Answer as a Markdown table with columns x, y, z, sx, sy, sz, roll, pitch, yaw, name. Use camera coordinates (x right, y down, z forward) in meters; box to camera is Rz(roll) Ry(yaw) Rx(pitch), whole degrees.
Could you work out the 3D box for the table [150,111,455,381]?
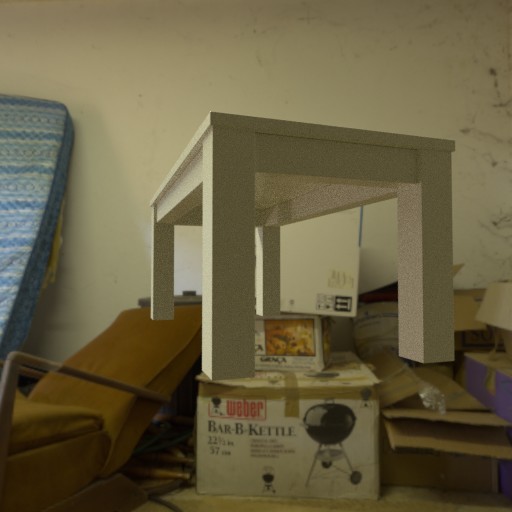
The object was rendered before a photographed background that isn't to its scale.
| x | y | z | sx | sy | sz | roll | pitch | yaw | name |
| --- | --- | --- | --- | --- | --- | --- | --- | --- | --- |
| 0.000 | 0.000 | 2.286 | 0.900 | 0.790 | 1.800 | 1 | -2 | -19 | table |
